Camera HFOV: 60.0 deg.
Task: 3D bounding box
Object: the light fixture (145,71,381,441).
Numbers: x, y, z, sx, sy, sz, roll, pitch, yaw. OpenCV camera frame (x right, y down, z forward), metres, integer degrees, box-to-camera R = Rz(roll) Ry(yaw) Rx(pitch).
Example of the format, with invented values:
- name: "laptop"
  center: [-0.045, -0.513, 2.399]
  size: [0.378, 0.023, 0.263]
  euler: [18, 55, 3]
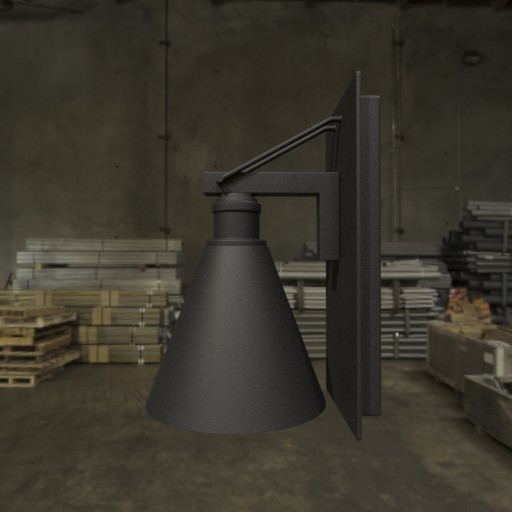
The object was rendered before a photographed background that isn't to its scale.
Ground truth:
- name: "light fixture"
  center: [0.000, 0.000, 0.427]
  size: [0.207, 0.298, 0.170]
  euler: [0, -1, -1]
